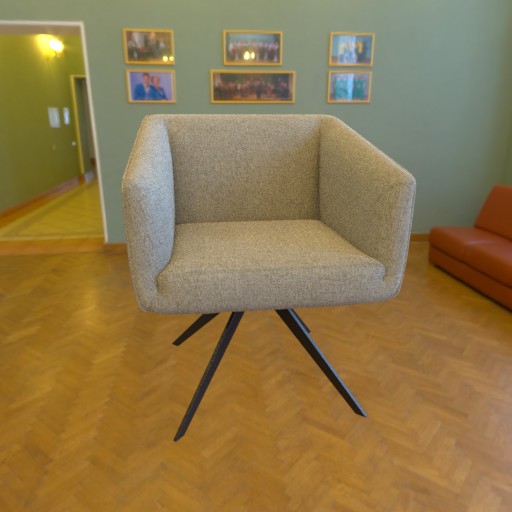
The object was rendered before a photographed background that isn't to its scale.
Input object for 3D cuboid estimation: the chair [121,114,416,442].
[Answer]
[{"bbox_3d":[0.000,0.000,1.243,0.628,0.760,0.623,-2,17,-8],"label":"chair"}]
